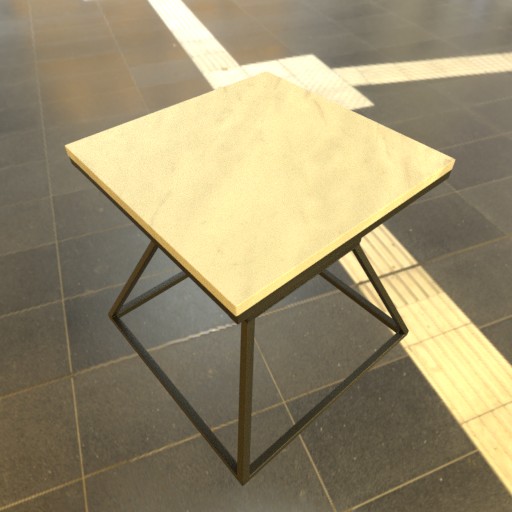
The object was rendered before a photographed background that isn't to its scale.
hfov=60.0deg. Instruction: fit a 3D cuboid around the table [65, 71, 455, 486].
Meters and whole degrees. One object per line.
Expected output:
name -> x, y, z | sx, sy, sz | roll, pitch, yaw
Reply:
table -> 0.000, 0.000, 0.800 | 0.455, 0.431, 0.455 | -32, 53, -28
